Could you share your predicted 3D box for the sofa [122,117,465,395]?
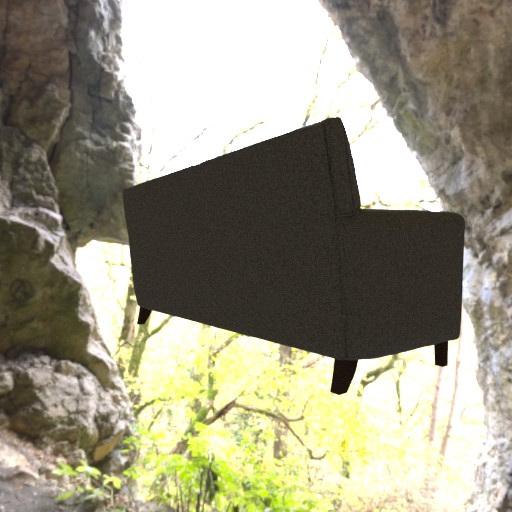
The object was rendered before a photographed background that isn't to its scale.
[{"bbox_3d":[0.000,0.000,2.477,0.854,0.942,2.026,0,0,-36],"label":"sofa"}]
